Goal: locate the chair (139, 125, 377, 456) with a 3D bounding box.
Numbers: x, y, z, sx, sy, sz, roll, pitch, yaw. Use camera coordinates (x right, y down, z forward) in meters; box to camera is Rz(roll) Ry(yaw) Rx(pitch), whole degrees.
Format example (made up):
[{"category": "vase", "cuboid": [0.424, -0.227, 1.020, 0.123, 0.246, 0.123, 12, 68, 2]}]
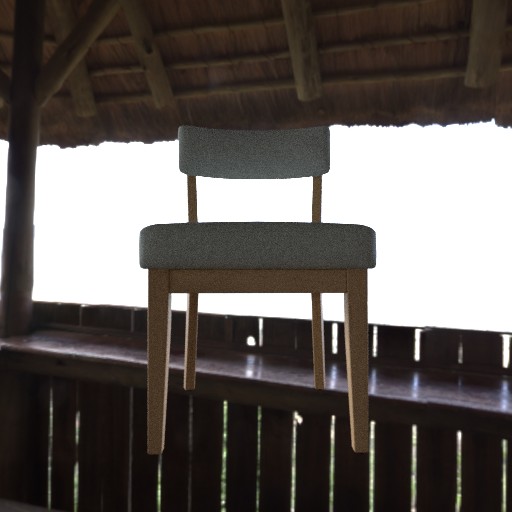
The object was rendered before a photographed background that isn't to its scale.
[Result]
[{"category": "chair", "cuboid": [0.000, 0.000, 1.192, 0.508, 0.832, 0.572, 0, 0, -1]}]
